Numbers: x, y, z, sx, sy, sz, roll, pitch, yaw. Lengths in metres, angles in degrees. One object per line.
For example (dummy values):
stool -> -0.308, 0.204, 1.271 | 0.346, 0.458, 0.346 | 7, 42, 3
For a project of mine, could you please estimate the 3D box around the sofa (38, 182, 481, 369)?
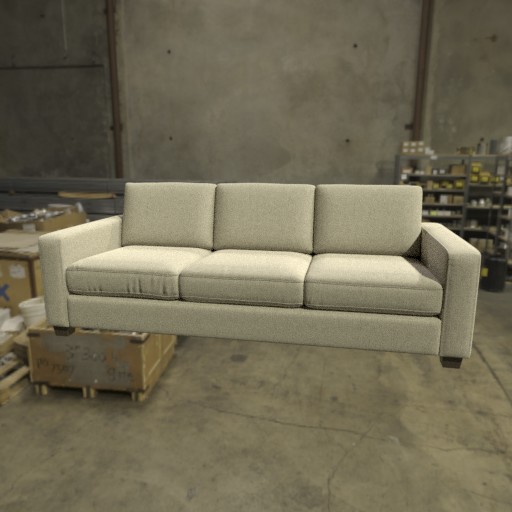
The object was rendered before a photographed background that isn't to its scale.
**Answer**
sofa -> 0.000, 0.000, 2.552 | 2.160, 0.800, 0.900 | 2, 13, 11
